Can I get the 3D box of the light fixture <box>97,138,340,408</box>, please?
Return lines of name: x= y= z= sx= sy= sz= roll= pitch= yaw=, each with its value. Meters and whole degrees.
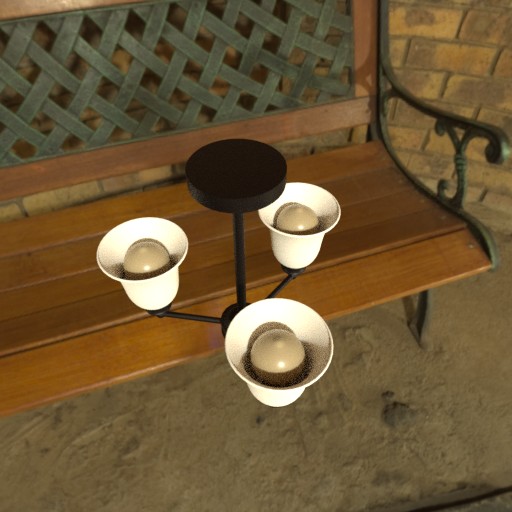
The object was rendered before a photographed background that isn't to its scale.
light fixture: x=0.000 y=0.000 z=0.678 sx=0.388 sy=0.370 sz=0.354 roll=31 pitch=54 yaw=26
